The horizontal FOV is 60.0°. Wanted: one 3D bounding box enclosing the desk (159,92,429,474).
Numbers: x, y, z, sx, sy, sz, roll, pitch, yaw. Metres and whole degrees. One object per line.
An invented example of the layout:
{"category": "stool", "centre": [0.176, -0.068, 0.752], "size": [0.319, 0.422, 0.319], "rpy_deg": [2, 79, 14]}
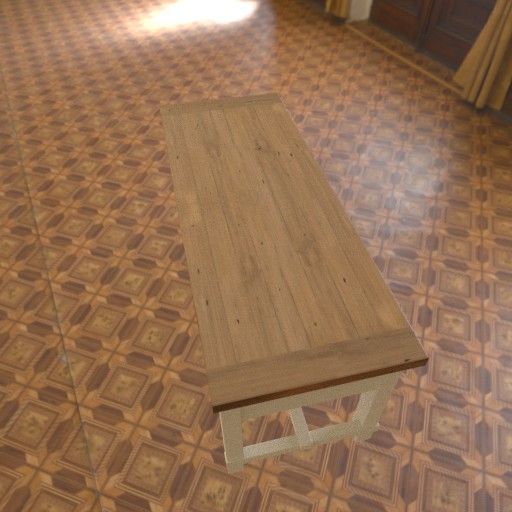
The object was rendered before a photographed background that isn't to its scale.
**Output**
{"category": "desk", "centre": [0.000, 0.000, 2.213], "size": [0.688, 0.762, 1.803], "rpy_deg": [-10, 47, -9]}
